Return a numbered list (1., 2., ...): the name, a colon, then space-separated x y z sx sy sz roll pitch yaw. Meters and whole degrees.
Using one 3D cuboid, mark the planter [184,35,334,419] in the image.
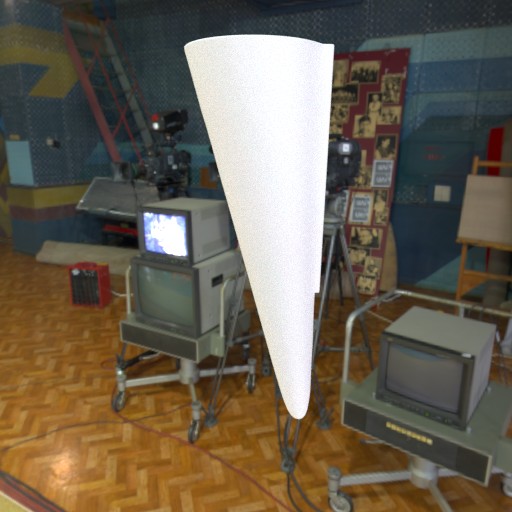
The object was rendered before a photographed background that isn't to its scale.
1. planter: 0.000 0.000 0.225 0.064 0.193 0.057 -2 15 -9
